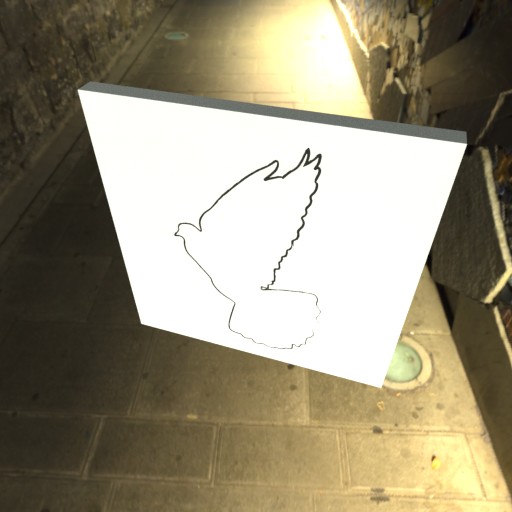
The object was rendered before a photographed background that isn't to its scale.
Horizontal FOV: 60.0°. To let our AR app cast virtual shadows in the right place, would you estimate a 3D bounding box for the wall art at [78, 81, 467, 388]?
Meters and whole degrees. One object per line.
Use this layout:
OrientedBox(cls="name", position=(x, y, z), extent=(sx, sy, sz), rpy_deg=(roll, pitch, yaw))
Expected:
OrientedBox(cls="wall art", position=(0.000, 0.000, 0.885), extent=(0.610, 0.610, 0.038), rpy_deg=(12, 44, 13))
